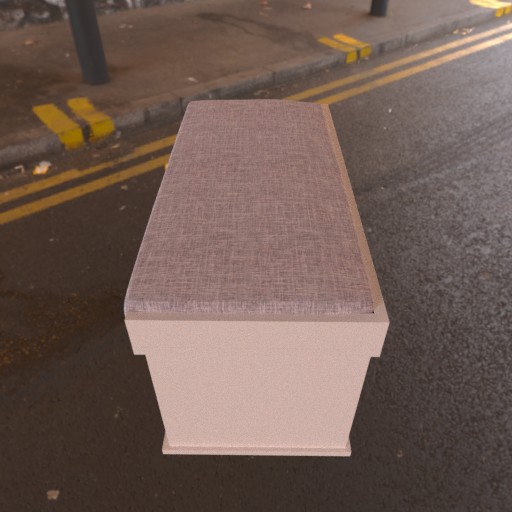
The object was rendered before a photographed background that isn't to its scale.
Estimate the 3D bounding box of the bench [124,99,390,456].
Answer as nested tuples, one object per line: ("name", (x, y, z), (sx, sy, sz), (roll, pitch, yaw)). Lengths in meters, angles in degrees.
("bench", (0.000, 0.000, 0.995), (0.362, 0.461, 0.734), (0, 41, 1))
